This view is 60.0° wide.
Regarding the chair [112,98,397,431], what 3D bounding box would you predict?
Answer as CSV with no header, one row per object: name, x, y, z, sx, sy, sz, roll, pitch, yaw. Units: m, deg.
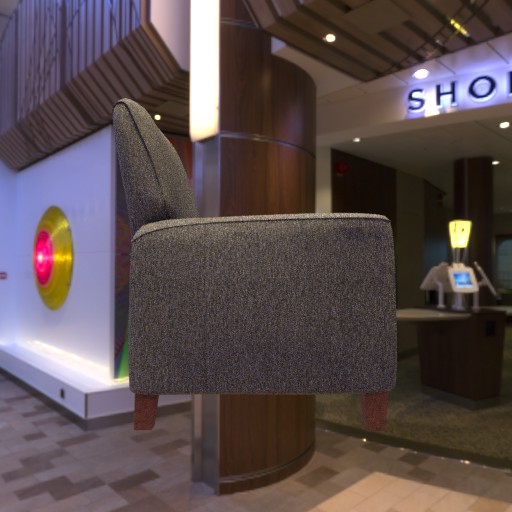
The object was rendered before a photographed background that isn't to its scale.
chair,0.000,0.000,1.646,0.864,1.014,0.848,0,-1,1
